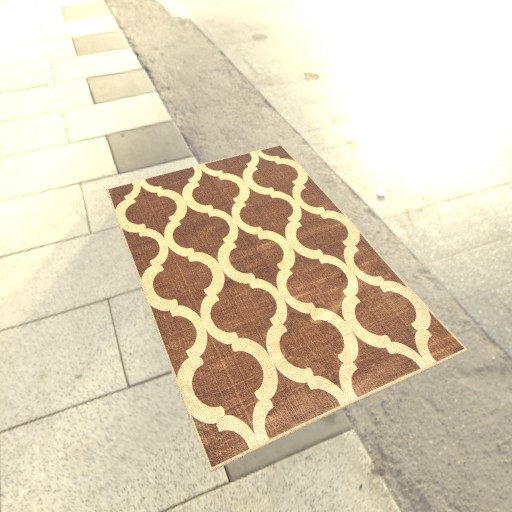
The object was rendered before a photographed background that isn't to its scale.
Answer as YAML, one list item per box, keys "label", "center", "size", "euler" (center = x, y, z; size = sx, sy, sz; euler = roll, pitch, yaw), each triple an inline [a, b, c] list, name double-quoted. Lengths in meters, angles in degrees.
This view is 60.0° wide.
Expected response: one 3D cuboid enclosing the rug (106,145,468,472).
- label: "rug"
  center: [0.000, 0.000, 2.936]
  size: [1.526, 0.014, 2.290]
  euler: [-18, 49, -17]
